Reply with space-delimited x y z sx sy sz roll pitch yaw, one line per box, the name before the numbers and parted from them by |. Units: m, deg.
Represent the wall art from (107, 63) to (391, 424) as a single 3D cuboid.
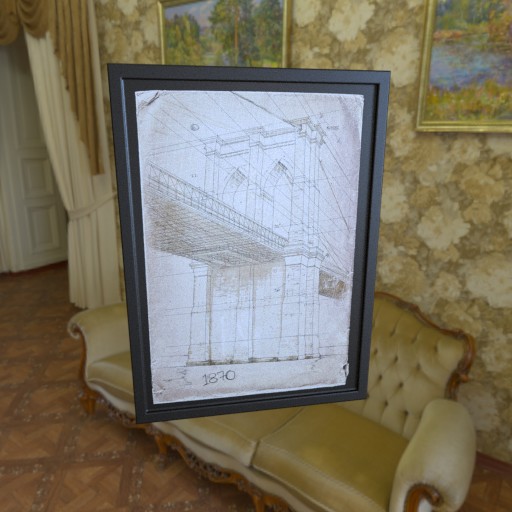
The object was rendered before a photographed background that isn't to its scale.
wall art | 0.000 0.000 0.832 0.480 0.657 0.016 -3 15 -10
